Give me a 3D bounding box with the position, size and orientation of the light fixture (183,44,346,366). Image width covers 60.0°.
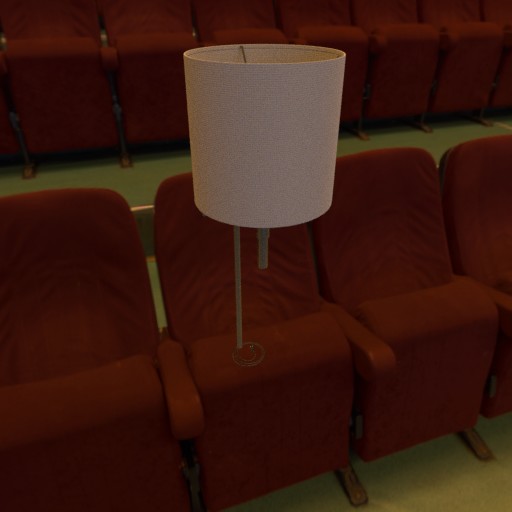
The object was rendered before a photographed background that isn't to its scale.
[{"bbox_3d":[0.000,0.000,0.695,0.188,0.589,0.248,-10,32,-16],"label":"light fixture"}]
